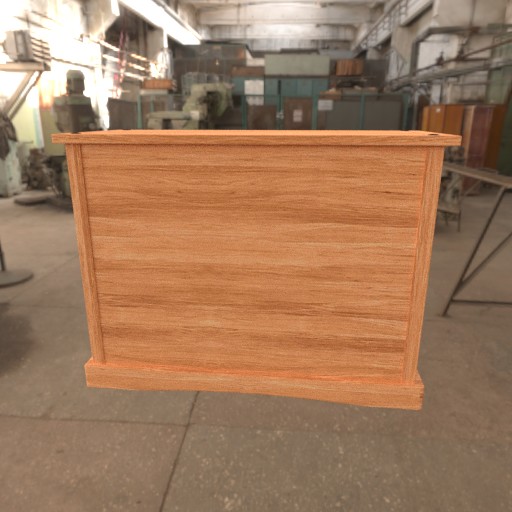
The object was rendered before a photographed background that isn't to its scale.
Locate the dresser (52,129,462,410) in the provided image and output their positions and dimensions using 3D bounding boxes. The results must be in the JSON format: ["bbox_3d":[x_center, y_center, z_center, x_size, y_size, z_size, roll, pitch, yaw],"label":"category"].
[{"bbox_3d":[0.000,0.000,1.364,0.990,0.740,0.410,2,17,6],"label":"dresser"}]
